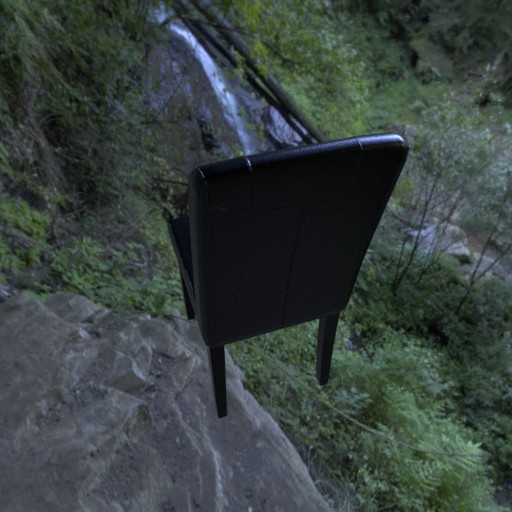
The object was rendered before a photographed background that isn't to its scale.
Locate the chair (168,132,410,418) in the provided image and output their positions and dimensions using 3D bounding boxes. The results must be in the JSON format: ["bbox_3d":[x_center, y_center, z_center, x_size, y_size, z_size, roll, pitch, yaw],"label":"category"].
[{"bbox_3d":[0.000,0.000,1.207,0.399,0.897,0.556,-13,43,-15],"label":"chair"}]
